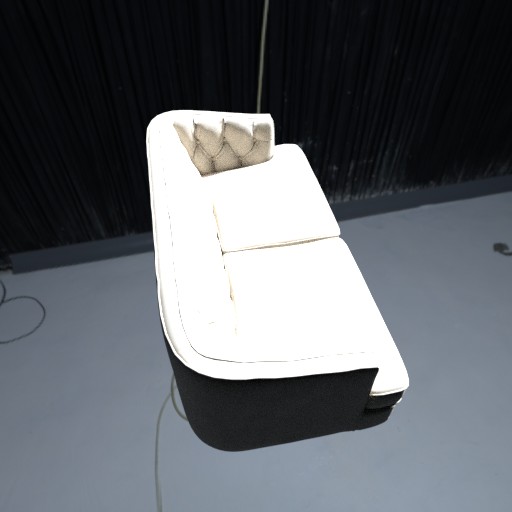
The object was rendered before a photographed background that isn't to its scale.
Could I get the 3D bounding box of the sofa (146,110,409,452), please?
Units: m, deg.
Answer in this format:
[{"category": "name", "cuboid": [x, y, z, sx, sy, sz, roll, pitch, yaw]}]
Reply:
[{"category": "sofa", "cuboid": [0.000, 0.000, 2.282, 0.940, 0.878, 1.731, -9, 49, -8]}]
